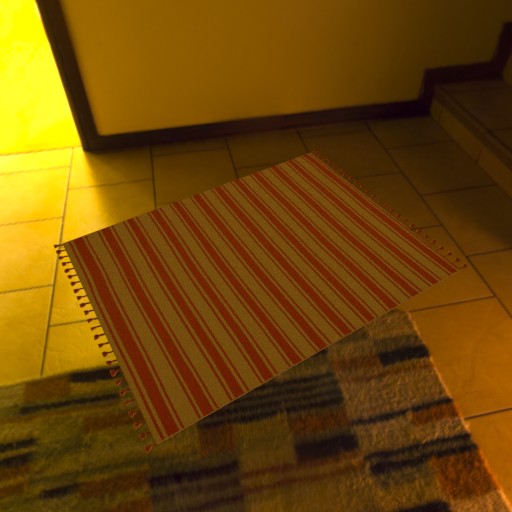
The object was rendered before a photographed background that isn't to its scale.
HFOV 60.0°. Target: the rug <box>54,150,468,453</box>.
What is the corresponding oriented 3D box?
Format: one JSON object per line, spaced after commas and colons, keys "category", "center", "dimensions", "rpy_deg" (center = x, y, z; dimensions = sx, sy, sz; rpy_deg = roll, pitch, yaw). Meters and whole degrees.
{"category": "rug", "center": [0.000, 0.000, 4.436], "dimensions": [3.369, 0.035, 2.451], "rpy_deg": [-24, 51, -22]}
